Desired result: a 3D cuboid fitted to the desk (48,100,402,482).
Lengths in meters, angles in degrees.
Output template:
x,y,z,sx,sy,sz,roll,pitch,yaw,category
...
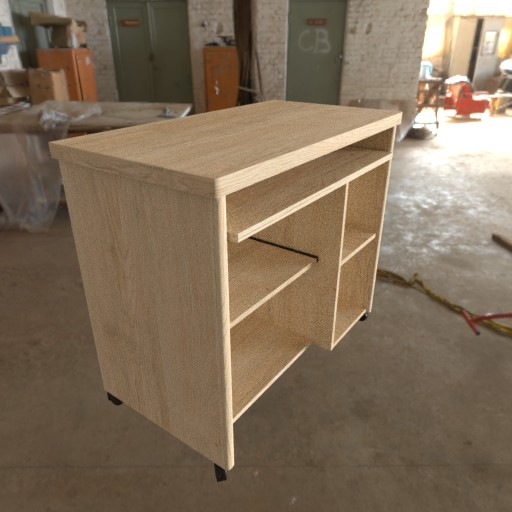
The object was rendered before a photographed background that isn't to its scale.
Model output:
x,y,z,sx,sy,sz,roll,pitch,yaw,category
0.000,0.000,1.332,0.480,0.770,0.885,18,32,32,desk
